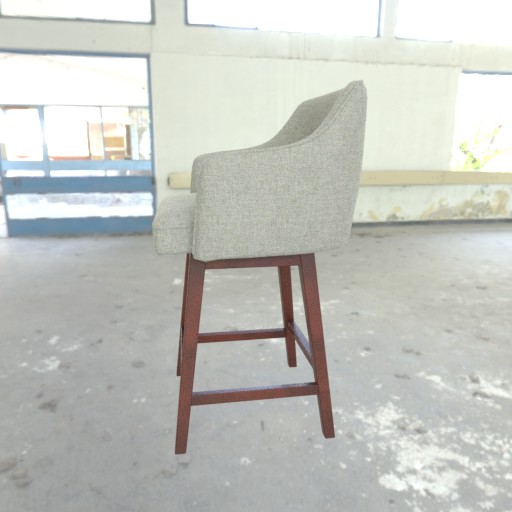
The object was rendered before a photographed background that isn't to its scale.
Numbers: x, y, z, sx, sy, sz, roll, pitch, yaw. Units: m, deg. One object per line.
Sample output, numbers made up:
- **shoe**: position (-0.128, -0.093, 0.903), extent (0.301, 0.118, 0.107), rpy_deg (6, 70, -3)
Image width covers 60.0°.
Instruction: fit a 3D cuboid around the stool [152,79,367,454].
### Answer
- **stool**: position (0.000, 0.000, 1.304), extent (0.558, 0.944, 0.599), rpy_deg (-2, 13, -9)
